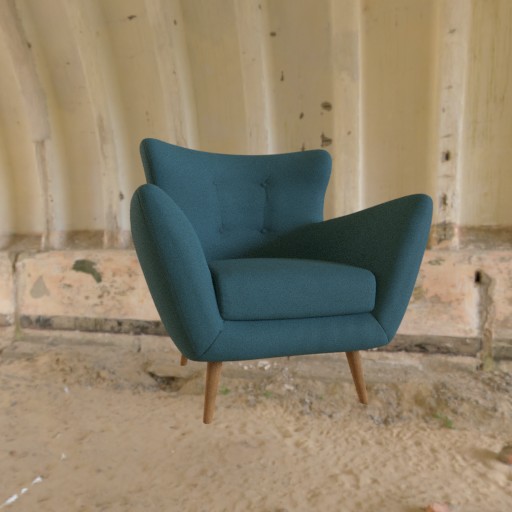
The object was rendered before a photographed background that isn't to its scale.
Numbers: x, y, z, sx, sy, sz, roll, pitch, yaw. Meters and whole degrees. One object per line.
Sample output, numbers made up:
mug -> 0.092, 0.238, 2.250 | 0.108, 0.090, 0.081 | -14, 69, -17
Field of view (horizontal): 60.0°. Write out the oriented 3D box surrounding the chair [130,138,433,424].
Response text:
chair -> 0.000, 0.000, 1.598 | 0.890, 0.889, 0.889 | -1, 2, -17
